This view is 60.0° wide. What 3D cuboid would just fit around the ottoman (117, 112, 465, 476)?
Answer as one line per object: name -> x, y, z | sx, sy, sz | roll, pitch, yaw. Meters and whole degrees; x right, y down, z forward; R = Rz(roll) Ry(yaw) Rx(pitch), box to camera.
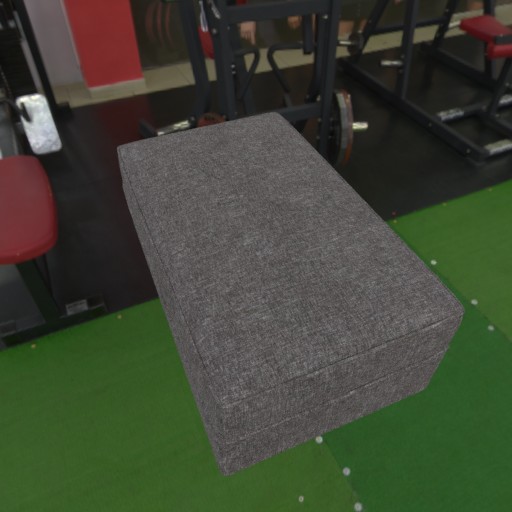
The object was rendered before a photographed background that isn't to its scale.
ottoman -> 0.000, 0.000, 1.552 | 0.717, 0.487, 1.184 | -17, 48, -16
